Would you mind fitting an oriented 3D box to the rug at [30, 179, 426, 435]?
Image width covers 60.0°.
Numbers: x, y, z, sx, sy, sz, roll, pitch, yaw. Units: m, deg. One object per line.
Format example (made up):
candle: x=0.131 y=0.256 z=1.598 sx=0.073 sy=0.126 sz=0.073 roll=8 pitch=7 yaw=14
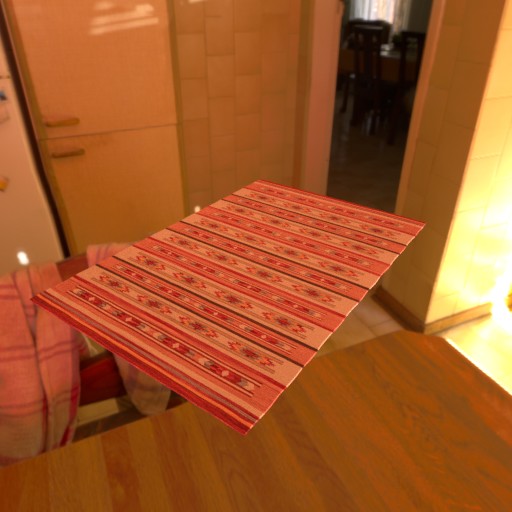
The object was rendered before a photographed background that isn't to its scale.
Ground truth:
rug: x=0.000 y=0.000 z=2.329 sx=1.223 sy=0.008 sz=1.817 roll=20 pitch=37 yaw=30
